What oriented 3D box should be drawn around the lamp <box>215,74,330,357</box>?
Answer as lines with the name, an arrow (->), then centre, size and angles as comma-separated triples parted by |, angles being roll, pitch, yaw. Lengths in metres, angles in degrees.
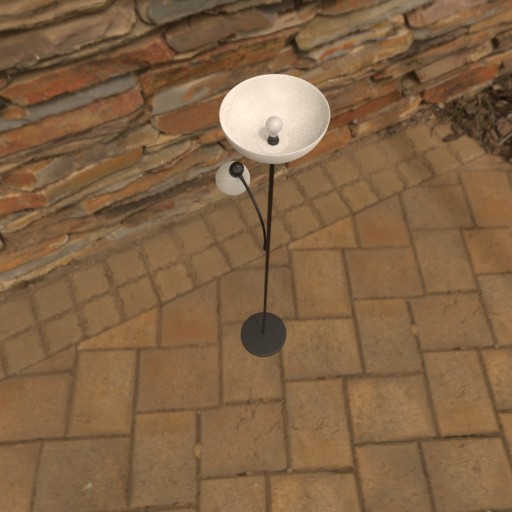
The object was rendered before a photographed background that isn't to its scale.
lamp -> 0.000, 0.000, 1.914 | 0.279, 1.804, 0.442 | -29, 66, -14
